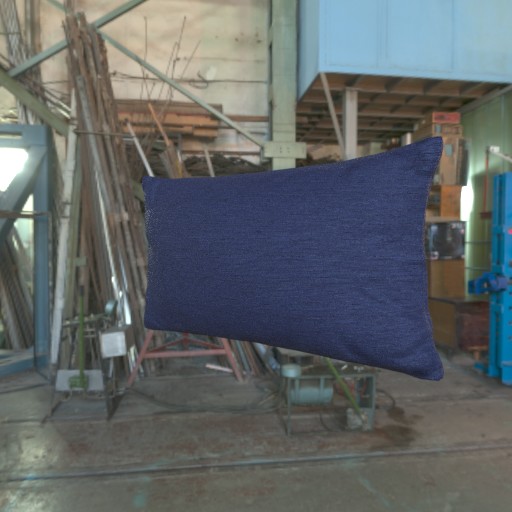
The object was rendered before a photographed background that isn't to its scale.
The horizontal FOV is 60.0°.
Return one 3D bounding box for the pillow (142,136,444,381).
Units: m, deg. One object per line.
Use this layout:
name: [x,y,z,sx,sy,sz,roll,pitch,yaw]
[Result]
pillow: [0.000,0.000,0.789,0.633,0.338,0.210,1,2,37]
